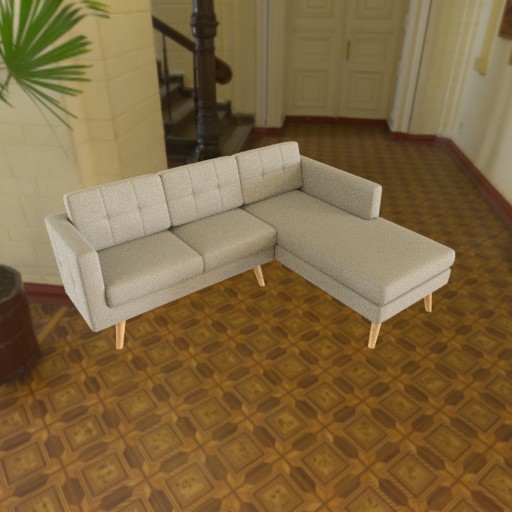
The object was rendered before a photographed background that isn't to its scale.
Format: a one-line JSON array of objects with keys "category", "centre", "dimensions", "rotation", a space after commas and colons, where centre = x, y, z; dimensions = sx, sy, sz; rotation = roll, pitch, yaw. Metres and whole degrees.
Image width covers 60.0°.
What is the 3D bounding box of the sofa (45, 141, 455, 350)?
[{"category": "sofa", "centre": [0.000, 0.000, 2.786], "dimensions": [2.040, 0.860, 1.530], "rotation": [-21, 37, -31]}]
